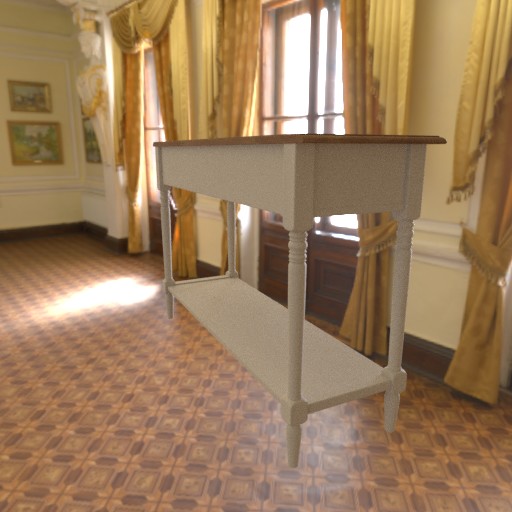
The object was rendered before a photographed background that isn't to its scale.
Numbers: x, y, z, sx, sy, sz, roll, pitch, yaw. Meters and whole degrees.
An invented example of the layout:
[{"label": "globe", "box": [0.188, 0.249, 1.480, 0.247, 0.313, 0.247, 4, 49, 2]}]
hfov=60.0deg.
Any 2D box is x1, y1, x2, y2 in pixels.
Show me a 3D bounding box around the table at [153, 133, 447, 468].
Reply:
[{"label": "table", "box": [0.000, 0.000, 1.578, 0.399, 0.800, 1.219, -7, 15, -26]}]
